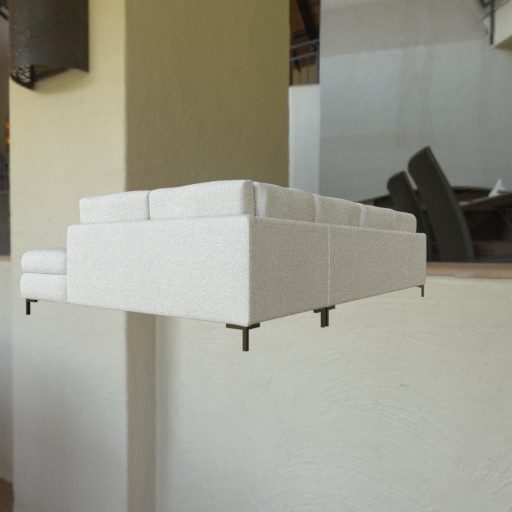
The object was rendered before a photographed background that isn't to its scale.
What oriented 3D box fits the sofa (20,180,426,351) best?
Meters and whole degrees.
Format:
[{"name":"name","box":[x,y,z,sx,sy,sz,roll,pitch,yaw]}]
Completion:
[{"name":"sofa","box":[0.000,0.000,3.719,2.007,0.815,2.949,1,1,36]}]
